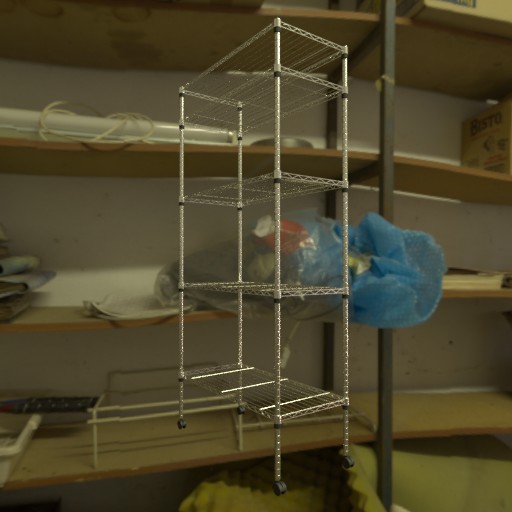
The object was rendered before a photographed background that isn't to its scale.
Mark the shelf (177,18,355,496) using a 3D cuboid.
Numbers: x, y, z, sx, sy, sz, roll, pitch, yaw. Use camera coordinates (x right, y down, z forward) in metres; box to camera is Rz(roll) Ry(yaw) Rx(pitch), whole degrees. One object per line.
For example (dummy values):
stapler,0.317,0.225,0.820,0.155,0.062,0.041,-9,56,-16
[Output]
shelf,0.000,0.000,1.864,0.356,1.587,0.762,1,-1,-36
